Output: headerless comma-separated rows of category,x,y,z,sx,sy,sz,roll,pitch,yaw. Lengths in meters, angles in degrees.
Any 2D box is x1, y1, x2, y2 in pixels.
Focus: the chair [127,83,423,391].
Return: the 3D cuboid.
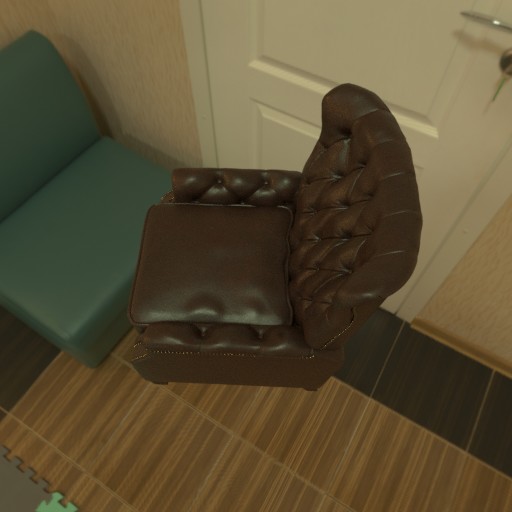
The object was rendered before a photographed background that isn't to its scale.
chair,0.000,0.000,1.483,0.823,0.864,0.709,2,59,1
